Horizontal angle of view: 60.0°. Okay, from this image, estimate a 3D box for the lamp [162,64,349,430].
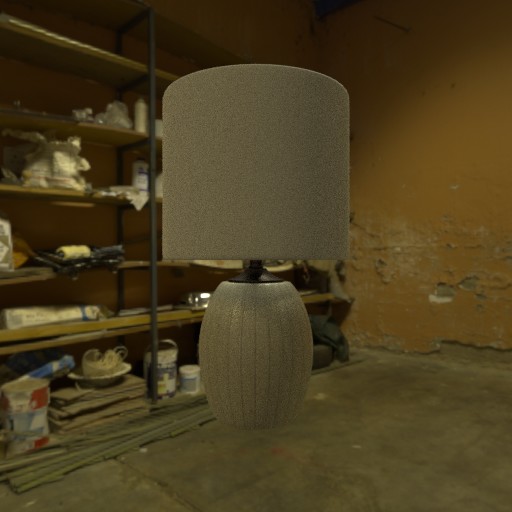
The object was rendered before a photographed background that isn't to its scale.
[{"bbox_3d":[0.000,0.000,0.796,0.329,0.570,0.329,0,0,1],"label":"lamp"}]
